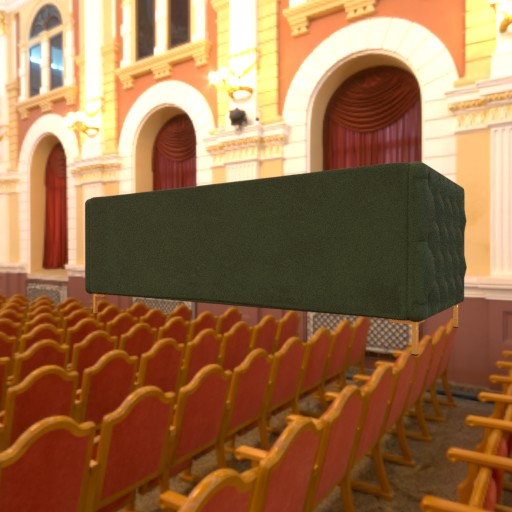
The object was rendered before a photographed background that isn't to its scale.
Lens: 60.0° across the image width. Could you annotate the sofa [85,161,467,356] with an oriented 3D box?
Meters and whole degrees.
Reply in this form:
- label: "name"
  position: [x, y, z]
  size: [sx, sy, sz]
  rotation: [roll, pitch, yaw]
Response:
- label: "sofa"
  position: [0.000, 0.000, 2.670]
  size: [2.209, 0.771, 0.895]
  rotation: [0, 0, 35]
